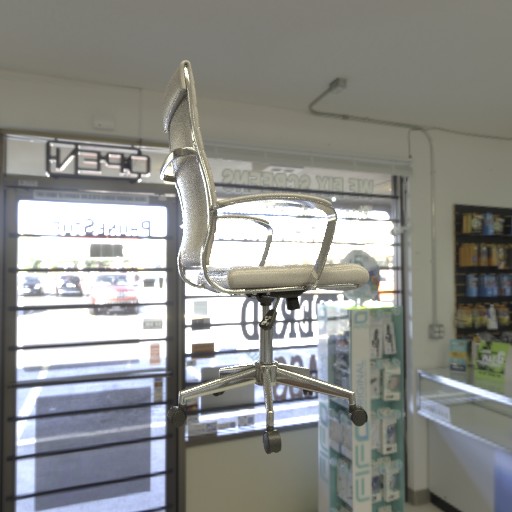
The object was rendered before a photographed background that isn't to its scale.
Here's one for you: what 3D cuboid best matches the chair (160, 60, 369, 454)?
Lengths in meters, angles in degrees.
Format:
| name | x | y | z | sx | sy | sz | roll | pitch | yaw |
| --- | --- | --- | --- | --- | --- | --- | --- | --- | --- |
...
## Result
| name | x | y | z | sx | sy | sz | roll | pitch | yaw |
| --- | --- | --- | --- | --- | --- | --- | --- | --- | --- |
| chair | 0.000 | 0.000 | 1.602 | 0.667 | 1.149 | 0.679 | 1 | -2 | -19 |
